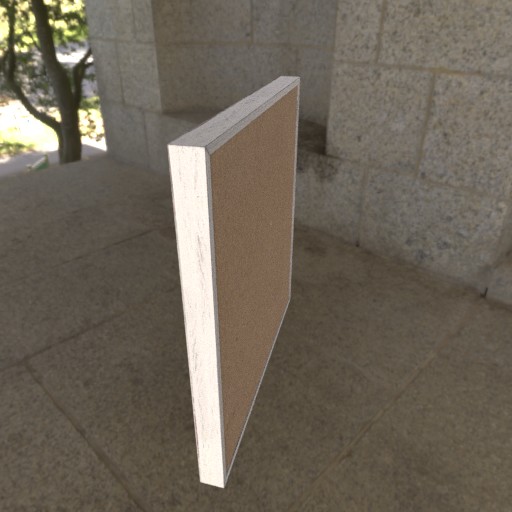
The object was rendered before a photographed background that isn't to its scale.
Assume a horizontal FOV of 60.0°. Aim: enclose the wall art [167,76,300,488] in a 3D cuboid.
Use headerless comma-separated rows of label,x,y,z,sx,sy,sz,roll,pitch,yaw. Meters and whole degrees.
wall art,0.000,0.000,0.751,0.038,0.508,0.508,7,30,13
